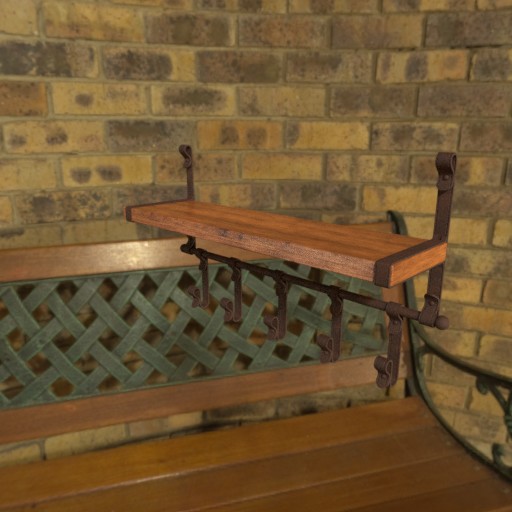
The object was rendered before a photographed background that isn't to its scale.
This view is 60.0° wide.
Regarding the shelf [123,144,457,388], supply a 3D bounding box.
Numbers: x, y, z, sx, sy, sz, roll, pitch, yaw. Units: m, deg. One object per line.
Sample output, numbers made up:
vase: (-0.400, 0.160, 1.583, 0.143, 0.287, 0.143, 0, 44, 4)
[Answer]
shelf: (0.000, 0.000, 0.700, 0.567, 0.330, 0.146, 15, 21, 42)
